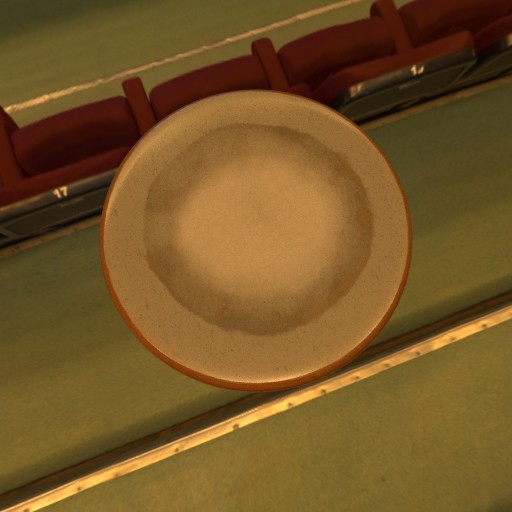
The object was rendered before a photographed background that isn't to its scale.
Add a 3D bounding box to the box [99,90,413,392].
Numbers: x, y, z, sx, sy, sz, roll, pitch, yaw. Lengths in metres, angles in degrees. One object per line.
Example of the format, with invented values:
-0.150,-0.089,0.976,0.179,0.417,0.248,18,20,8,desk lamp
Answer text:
0.000,0.000,0.218,0.123,0.100,0.123,0,76,0,box
